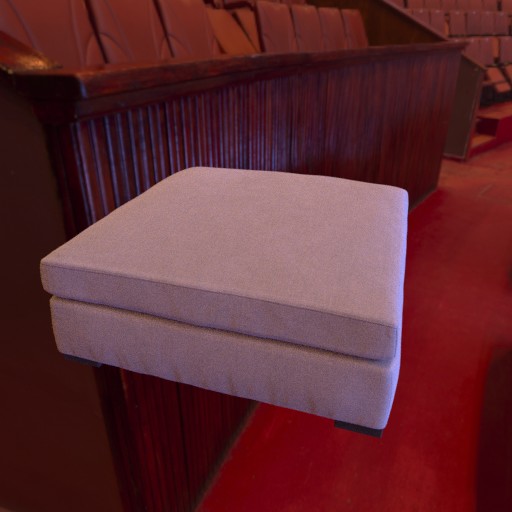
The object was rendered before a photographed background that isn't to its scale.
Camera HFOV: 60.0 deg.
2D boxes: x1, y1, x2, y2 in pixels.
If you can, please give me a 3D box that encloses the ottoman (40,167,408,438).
[{"bbox_3d":[0.000,0.000,1.843,1.203,0.517,1.171,8,28,16],"label":"ottoman"}]
